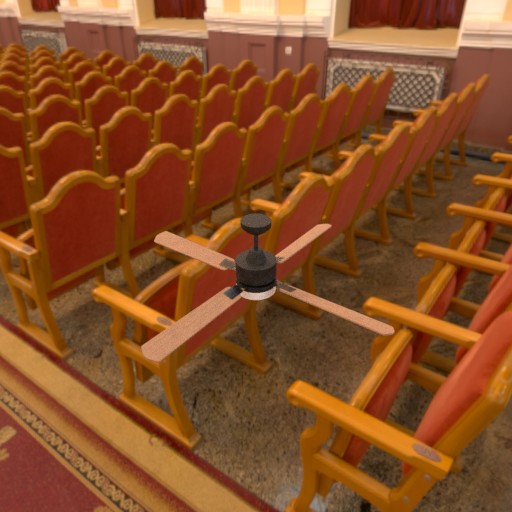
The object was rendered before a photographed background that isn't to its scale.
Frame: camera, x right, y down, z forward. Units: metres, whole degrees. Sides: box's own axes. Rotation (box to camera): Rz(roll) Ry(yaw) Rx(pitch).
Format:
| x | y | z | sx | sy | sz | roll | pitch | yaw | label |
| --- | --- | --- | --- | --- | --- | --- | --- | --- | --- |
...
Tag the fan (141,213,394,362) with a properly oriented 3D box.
| x | y | z | sx | sy | sz | roll | pitch | yaw | label |
| --- | --- | --- | --- | --- | --- | --- | --- | --- | --- |
| 0.000 | 0.000 | 1.984 | 1.320 | 0.355 | 1.320 | 21 | 37 | 31 | fan |
